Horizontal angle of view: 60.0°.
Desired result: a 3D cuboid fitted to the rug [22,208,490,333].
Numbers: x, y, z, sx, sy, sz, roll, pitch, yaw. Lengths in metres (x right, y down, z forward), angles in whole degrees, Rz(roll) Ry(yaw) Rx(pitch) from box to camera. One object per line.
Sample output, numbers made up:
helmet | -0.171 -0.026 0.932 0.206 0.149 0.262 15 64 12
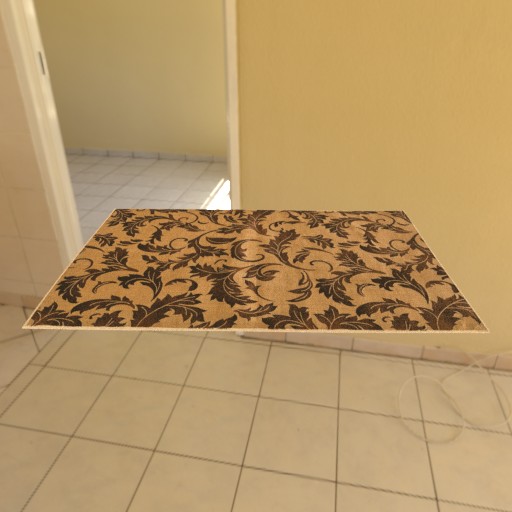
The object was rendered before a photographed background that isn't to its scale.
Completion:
rug | 0.000 0.000 2.810 2.284 0.008 1.522 0 29 1
